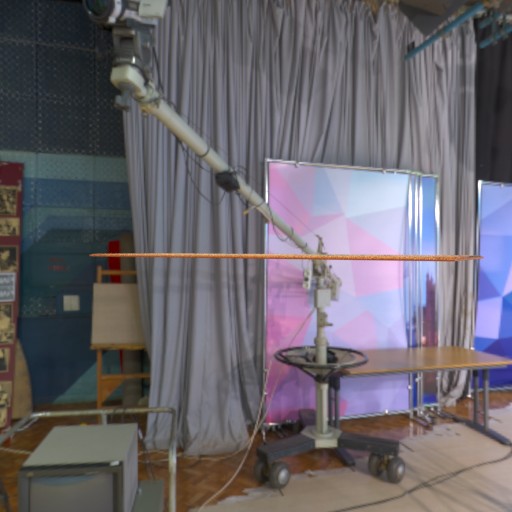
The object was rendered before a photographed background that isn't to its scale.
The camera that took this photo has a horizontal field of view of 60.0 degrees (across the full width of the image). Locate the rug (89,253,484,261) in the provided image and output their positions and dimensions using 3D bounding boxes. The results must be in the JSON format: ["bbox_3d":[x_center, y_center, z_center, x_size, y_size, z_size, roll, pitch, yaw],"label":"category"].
[{"bbox_3d":[0.000,0.000,2.559,2.274,0.016,0.651,1,1,35],"label":"rug"}]
